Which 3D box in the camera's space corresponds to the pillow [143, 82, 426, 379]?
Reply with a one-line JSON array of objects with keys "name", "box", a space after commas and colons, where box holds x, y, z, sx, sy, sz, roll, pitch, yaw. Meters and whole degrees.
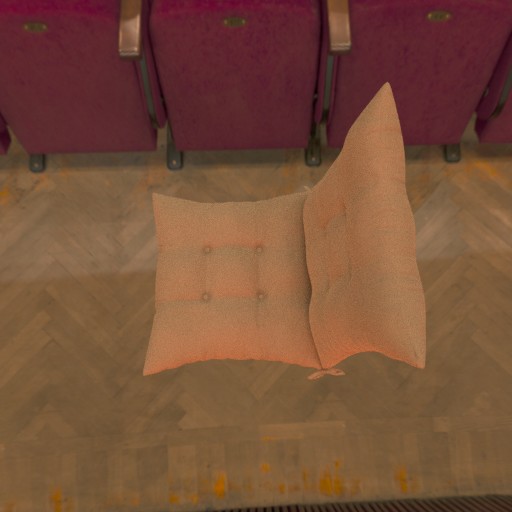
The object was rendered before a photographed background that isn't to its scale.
[{"name": "pillow", "box": [0.000, 0.000, 0.987, 0.585, 0.536, 0.541, -1, 75, 0]}]
